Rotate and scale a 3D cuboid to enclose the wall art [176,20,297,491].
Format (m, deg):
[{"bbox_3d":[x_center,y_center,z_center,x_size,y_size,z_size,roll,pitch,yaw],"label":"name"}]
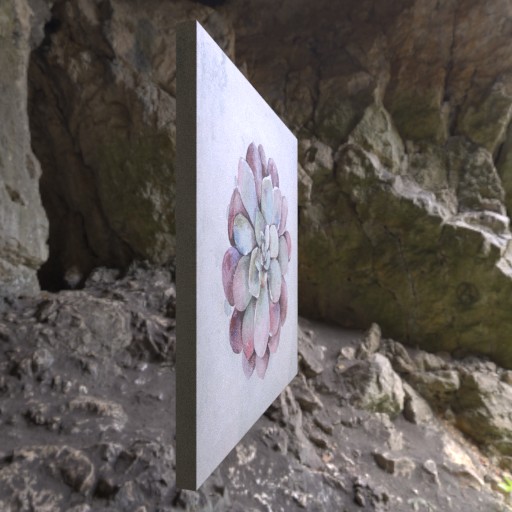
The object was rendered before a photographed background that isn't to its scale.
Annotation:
[{"bbox_3d":[0.000,0.000,1.083,0.041,0.762,0.762,0,0,18],"label":"wall art"}]
